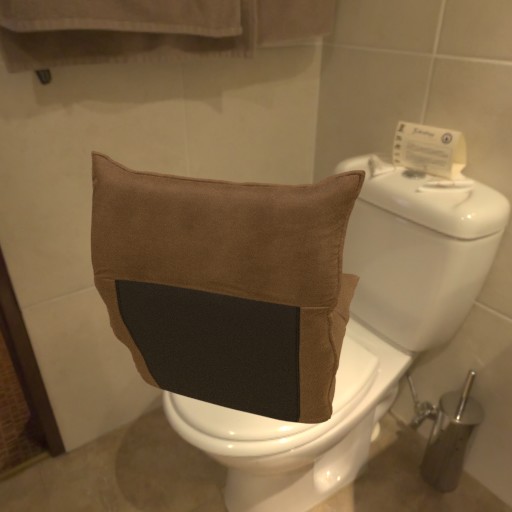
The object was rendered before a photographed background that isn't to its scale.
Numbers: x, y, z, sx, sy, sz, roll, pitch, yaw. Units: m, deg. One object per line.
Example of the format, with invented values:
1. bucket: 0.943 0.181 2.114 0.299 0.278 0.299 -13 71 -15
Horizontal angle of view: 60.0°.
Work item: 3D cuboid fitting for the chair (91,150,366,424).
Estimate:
1. chair: 0.000 0.000 1.584 0.714 0.892 0.985 9 31 15
